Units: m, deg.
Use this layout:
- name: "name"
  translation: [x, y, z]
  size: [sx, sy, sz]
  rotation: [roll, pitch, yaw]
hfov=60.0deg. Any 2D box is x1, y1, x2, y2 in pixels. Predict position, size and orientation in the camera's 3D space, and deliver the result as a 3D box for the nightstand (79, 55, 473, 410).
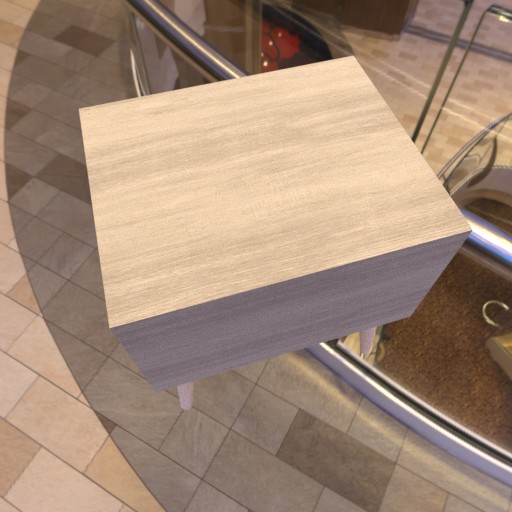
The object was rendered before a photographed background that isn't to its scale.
- name: "nightstand"
  translation: [0.000, 0.000, 0.826]
  size: [0.450, 0.500, 0.380]
  rotation: [-15, 59, -9]
